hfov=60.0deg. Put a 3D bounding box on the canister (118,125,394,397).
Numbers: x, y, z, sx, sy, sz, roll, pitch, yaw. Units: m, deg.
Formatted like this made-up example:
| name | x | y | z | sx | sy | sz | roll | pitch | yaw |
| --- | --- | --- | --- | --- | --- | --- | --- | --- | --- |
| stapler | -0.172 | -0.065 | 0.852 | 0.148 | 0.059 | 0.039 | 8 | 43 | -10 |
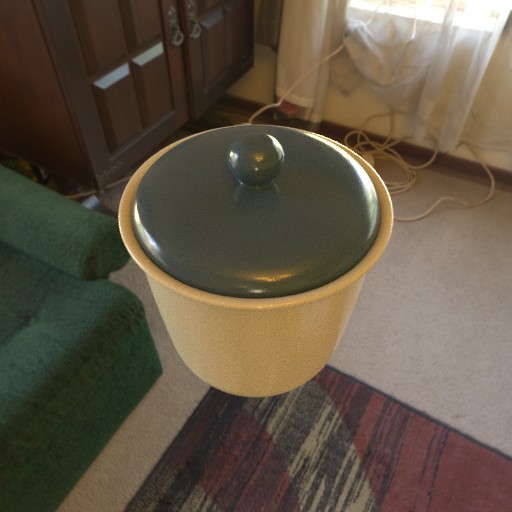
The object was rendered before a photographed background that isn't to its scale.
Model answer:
| name | x | y | z | sx | sy | sz | roll | pitch | yaw |
| --- | --- | --- | --- | --- | --- | --- | --- | --- | --- |
| canister | 0.000 | 0.000 | 0.342 | 0.182 | 0.208 | 0.182 | 0 | 48 | 0 |
